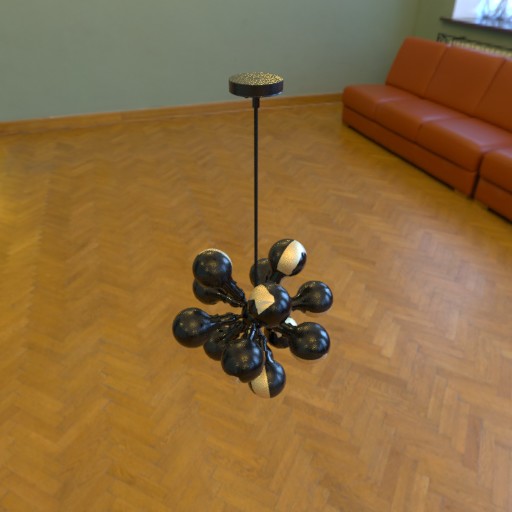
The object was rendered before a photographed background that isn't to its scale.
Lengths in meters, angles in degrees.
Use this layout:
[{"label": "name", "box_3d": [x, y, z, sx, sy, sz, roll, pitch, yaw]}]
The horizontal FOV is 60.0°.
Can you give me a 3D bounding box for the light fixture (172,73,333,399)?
[{"label": "light fixture", "box_3d": [0.000, 0.000, 1.130, 0.468, 0.859, 0.420, -11, 35, -16]}]
